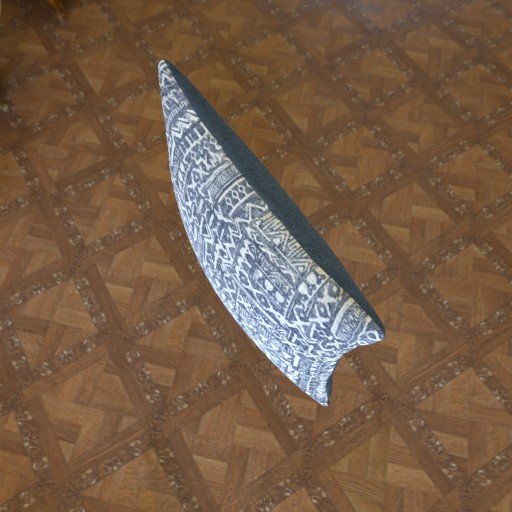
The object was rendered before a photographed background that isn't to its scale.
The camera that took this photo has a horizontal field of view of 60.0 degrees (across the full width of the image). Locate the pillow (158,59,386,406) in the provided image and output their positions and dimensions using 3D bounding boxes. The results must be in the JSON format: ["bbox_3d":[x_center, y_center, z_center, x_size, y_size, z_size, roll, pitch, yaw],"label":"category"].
[{"bbox_3d":[0.000,0.000,0.808,0.180,0.487,0.546,-30,67,-14],"label":"pillow"}]
